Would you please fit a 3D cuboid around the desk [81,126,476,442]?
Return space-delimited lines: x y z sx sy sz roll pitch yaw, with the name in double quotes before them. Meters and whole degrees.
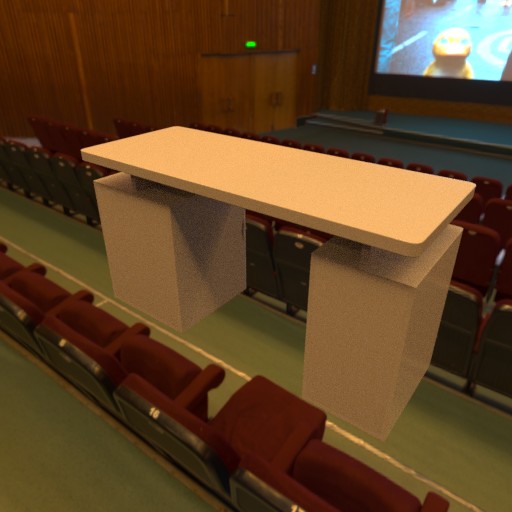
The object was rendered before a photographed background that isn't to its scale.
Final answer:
"desk" 0.000 0.000 1.807 1.400 0.762 0.550 20 34 32
